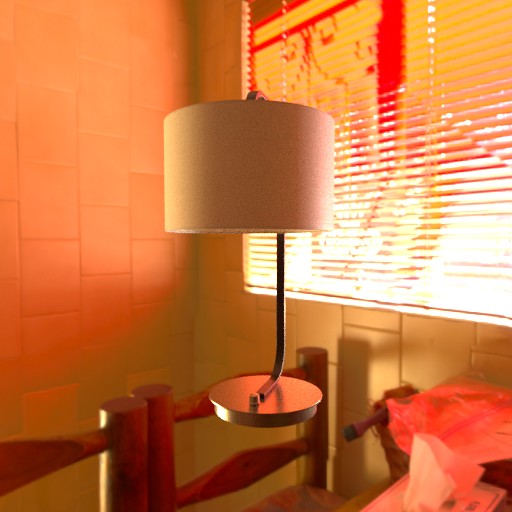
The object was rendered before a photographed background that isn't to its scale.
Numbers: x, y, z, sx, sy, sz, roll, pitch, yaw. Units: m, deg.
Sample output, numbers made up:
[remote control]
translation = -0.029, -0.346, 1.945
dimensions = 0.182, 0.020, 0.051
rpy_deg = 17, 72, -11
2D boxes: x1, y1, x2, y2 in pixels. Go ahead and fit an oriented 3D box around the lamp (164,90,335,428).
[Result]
[lamp]
translation = 0.000, 0.000, 0.639
dimensions = 0.230, 0.473, 0.288
rpy_deg = 1, 2, 18
